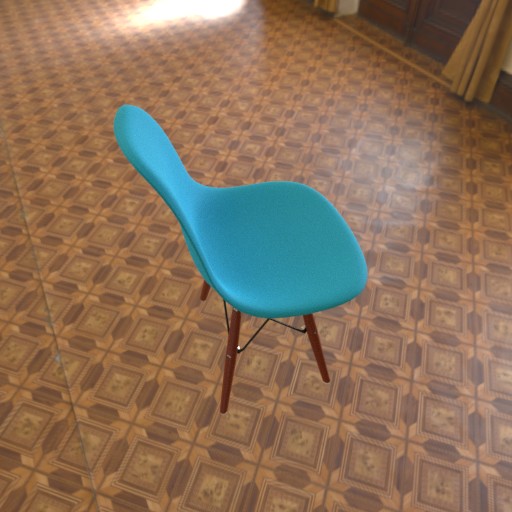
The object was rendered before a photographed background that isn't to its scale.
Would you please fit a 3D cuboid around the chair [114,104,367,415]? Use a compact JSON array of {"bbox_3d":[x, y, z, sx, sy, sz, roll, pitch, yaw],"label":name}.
[{"bbox_3d":[0.000,0.000,1.151,0.533,0.826,0.470,-11,48,-10],"label":"chair"}]
